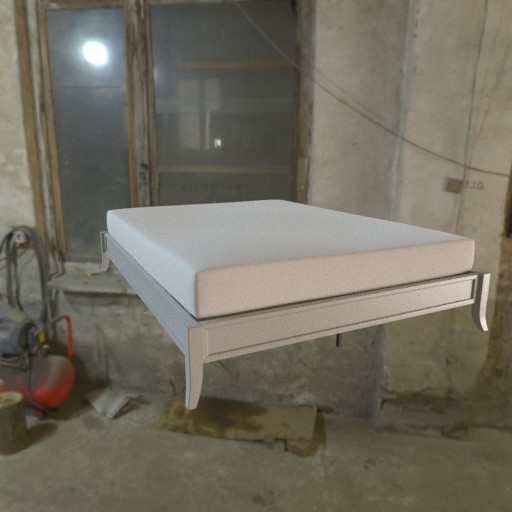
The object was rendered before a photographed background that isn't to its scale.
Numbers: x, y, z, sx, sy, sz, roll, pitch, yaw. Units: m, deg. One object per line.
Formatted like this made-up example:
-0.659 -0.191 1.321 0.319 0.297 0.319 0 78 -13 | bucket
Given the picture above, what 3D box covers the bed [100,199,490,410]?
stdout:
0.000 0.000 2.779 1.604 0.510 2.108 -7 15 -26 | bed
